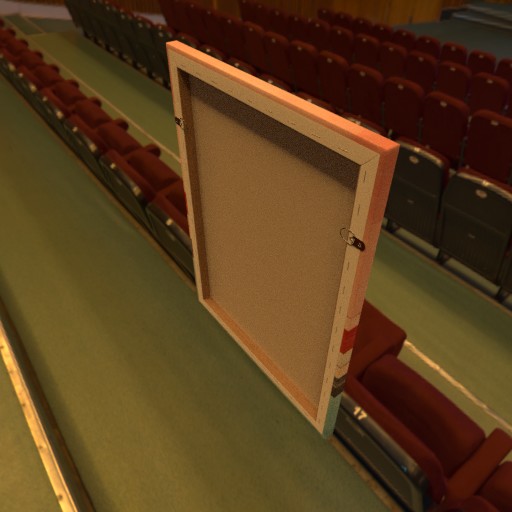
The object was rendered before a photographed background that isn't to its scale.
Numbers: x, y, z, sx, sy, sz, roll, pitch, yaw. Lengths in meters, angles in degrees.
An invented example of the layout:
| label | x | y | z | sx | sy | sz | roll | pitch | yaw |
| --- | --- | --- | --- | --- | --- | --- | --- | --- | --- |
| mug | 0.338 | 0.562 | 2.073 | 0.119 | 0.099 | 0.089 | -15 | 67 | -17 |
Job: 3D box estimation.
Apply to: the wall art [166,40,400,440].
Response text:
| label | x | y | z | sx | sy | sz | roll | pitch | yaw |
| --- | --- | --- | --- | --- | --- | --- | --- | --- | --- |
| wall art | 0.000 | 0.000 | 1.310 | 0.039 | 1.016 | 0.761 | -27 | 48 | -27 |
